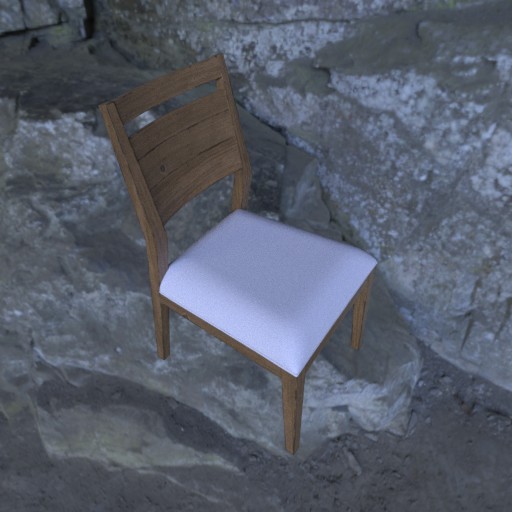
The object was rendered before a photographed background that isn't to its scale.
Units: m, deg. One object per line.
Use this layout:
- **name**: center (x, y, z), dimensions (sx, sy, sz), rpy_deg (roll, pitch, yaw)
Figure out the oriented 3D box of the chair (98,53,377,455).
- **chair**: center (0.000, 0.000, 1.302), dimensions (0.610, 0.939, 0.497), rpy_deg (24, 47, 25)
